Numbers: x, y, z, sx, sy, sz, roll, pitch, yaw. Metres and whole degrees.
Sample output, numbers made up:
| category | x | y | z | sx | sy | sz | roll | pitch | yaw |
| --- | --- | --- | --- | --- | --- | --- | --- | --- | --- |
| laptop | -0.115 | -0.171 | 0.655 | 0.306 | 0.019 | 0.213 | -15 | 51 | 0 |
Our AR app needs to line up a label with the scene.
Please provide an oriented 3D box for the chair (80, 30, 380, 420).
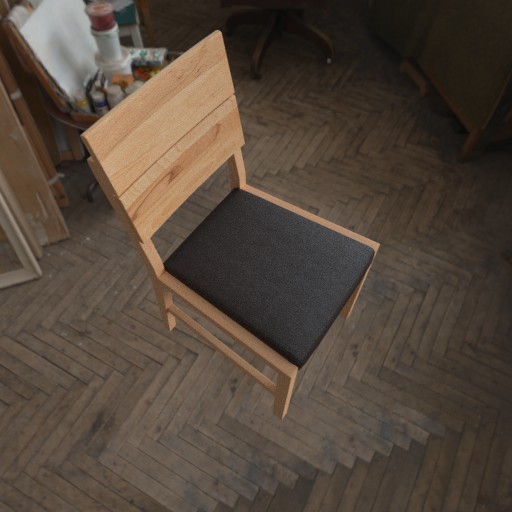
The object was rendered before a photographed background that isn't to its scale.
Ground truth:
| category | x | y | z | sx | sy | sz | roll | pitch | yaw |
| --- | --- | --- | --- | --- | --- | --- | --- | --- | --- |
| chair | 0.000 | 0.000 | 1.259 | 0.560 | 0.950 | 0.475 | 31 | 63 | 18 |
